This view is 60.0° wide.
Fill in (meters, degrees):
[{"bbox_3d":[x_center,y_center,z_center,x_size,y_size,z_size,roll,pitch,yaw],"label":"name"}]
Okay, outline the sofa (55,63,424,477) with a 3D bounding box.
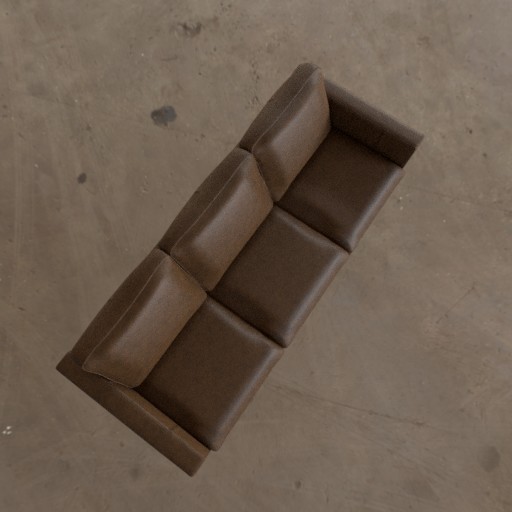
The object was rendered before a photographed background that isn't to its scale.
[{"bbox_3d":[0.000,0.000,2.608,0.903,0.930,2.231,34,77,9],"label":"sofa"}]
